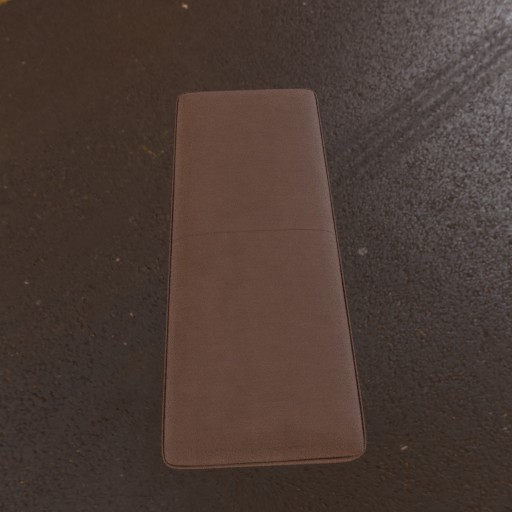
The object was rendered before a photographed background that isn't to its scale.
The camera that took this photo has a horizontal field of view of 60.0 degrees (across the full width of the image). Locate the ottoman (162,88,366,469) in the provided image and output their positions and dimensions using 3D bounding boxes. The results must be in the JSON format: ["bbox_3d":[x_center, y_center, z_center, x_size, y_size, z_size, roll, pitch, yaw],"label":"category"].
[{"bbox_3d":[0.000,0.000,2.054,0.751,0.470,1.764,-2,64,-1],"label":"ottoman"}]
